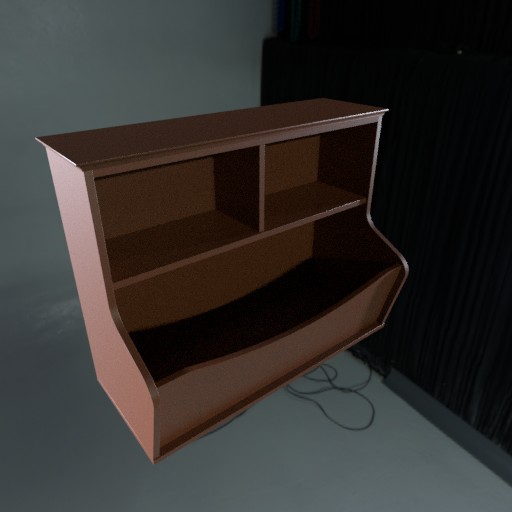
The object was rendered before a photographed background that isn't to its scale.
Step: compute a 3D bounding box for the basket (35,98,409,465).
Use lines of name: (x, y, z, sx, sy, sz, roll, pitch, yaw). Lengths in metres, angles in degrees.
basket: (0.000, 0.000, 1.091, 0.792, 0.625, 0.376, -20, 34, -33)
